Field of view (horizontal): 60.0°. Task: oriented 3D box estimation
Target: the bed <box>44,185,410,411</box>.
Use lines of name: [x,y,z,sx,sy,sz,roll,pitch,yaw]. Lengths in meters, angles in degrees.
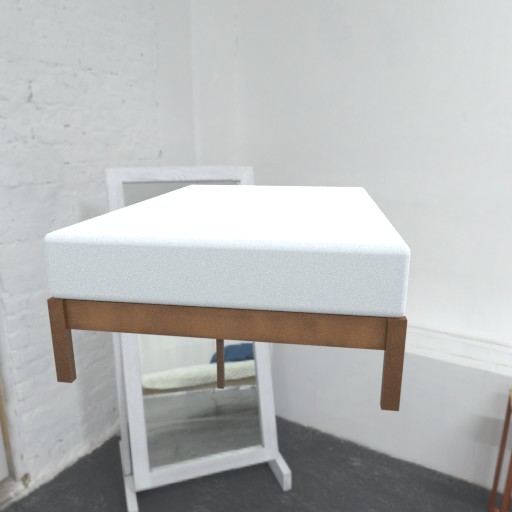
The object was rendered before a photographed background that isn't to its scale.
bed: [0.000,0.000,2.556,1.348,0.616,1.927,2,15,8]
